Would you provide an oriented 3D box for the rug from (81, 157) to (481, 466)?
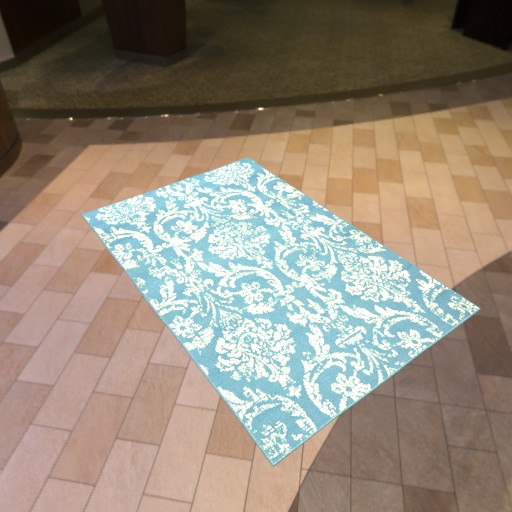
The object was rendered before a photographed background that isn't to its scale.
[{"bbox_3d":[0.000,0.000,2.321,1.211,0.012,1.833,-25,46,-27],"label":"rug"}]
